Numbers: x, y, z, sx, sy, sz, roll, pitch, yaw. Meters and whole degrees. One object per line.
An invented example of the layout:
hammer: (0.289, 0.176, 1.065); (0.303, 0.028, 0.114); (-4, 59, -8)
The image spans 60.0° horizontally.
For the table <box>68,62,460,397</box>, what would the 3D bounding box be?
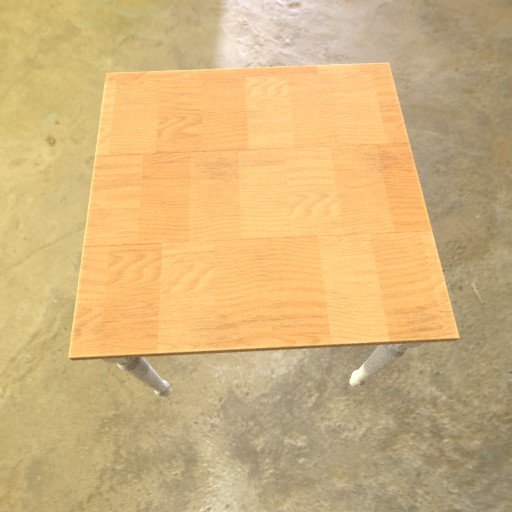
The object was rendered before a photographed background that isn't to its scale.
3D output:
table: (0.000, 0.000, 1.337); (0.747, 0.738, 0.747); (-3, 64, -1)
